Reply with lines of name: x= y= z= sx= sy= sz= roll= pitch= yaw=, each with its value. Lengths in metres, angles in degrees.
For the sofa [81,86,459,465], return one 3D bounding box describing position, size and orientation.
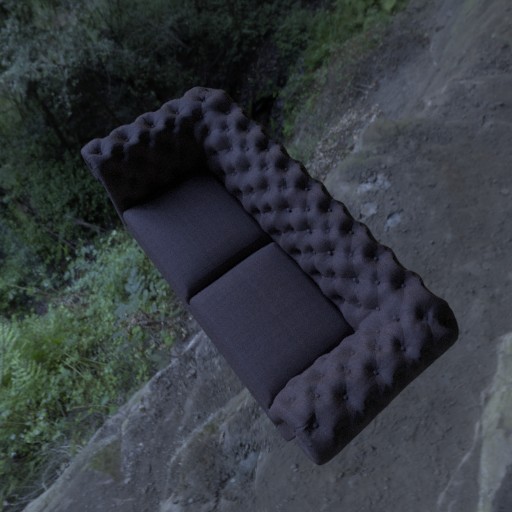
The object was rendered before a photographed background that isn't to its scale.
sofa: x=0.000 y=0.000 z=2.506 sx=0.944 sy=0.780 sz=2.048 roll=-35 pitch=68 yaw=-16
